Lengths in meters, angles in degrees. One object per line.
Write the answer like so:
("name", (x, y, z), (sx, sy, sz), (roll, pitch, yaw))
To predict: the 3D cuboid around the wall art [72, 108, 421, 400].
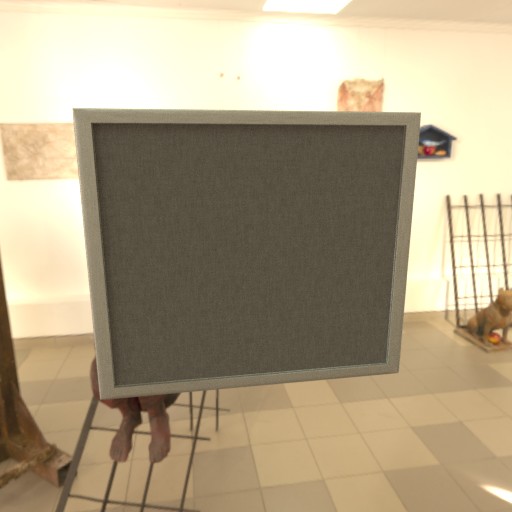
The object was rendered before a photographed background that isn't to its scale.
("wall art", (0.000, 0.000, 0.530), (0.380, 0.330, 0.028), (-2, 14, -9))
